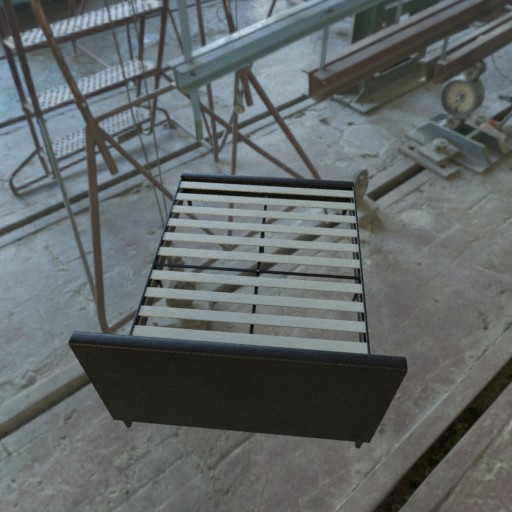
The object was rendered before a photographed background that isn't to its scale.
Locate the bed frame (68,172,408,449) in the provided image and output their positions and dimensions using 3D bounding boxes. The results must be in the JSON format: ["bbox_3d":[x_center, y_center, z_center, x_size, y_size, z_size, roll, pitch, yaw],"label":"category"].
[{"bbox_3d":[0.000,0.000,3.292,1.634,1.127,2.318,4,48,3],"label":"bed frame"}]
